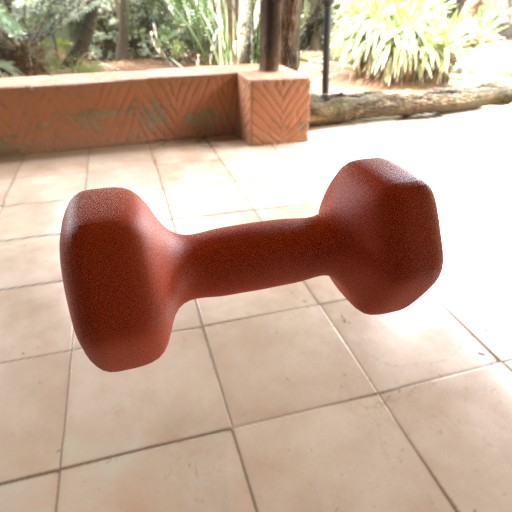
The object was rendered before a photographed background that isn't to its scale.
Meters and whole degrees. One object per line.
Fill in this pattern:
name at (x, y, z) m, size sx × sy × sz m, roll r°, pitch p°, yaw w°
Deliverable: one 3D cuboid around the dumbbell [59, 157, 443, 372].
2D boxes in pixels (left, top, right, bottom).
dumbbell at (0.000, 0.000, 0.204) m, size 0.162 × 0.071 × 0.079 m, roll -9°, pitch 32°, yaw -15°
